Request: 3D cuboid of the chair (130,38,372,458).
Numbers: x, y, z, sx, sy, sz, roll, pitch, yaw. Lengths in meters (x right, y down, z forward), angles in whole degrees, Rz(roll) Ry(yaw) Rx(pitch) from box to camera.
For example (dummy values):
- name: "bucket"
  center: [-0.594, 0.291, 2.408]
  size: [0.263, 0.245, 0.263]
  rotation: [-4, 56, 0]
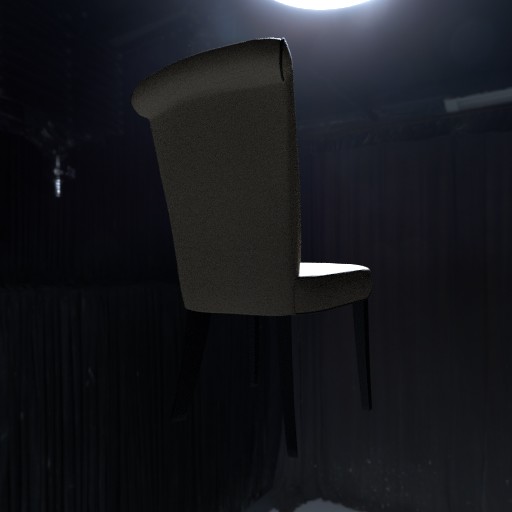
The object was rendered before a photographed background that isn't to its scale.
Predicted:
- name: "chair"
  center: [0.000, 0.000, 1.336]
  size: [0.522, 0.997, 0.623]
  rotation: [0, -1, 36]
